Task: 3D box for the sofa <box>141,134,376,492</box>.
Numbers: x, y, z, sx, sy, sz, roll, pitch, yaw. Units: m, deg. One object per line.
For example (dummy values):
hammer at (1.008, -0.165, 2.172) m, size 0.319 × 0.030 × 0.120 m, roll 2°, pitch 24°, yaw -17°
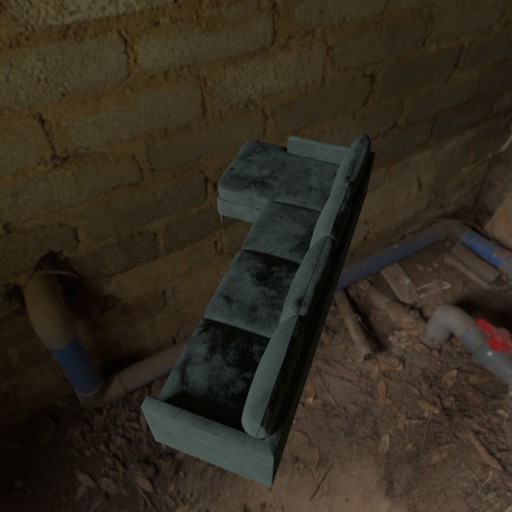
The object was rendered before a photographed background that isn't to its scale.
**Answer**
sofa at (0.000, 0.000, 4.037) m, size 1.500 × 0.967 × 3.400 m, roll 15°, pitch 49°, yaw 14°
